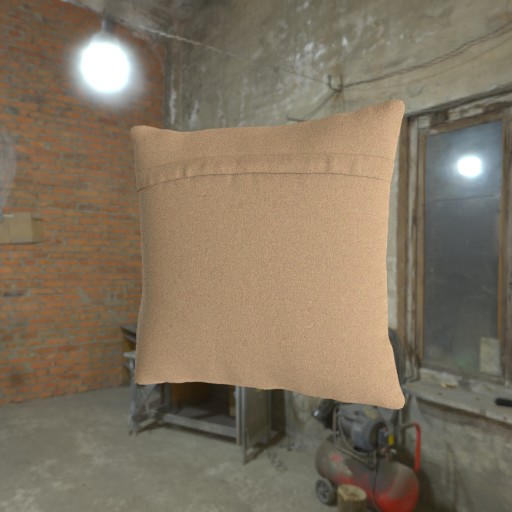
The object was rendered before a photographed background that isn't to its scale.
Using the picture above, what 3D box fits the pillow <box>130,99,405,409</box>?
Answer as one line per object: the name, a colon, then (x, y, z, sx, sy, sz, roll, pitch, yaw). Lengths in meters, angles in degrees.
pillow: (0.000, 0.000, 0.722, 0.459, 0.458, 0.181, 0, 0, 18)
